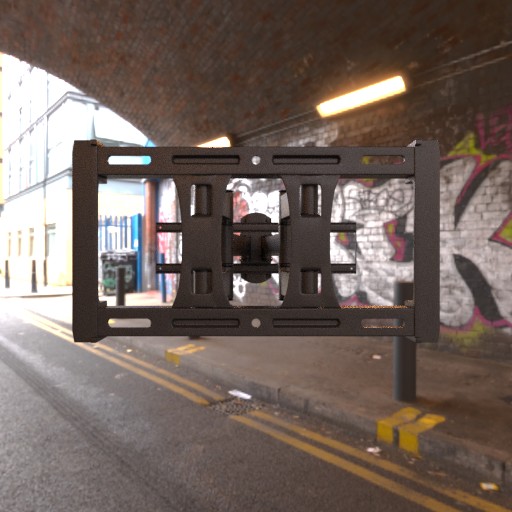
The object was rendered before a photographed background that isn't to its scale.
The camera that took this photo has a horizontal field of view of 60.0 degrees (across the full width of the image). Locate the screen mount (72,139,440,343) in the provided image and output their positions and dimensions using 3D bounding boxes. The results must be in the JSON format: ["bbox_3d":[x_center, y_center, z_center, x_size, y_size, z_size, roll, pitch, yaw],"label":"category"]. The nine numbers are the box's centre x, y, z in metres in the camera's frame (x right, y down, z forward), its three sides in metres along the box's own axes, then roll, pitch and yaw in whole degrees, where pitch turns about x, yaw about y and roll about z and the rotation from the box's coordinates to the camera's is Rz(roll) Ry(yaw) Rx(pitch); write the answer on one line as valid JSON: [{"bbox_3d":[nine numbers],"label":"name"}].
[{"bbox_3d":[0.000,0.000,1.111,0.661,0.491,0.644,0,0,0],"label":"screen mount"}]
